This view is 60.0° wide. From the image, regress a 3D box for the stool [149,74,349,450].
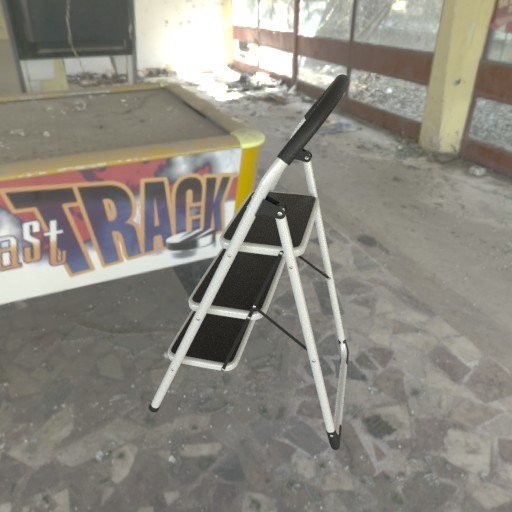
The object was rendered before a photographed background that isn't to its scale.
[{"bbox_3d":[0.000,0.000,1.435,0.676,1.109,0.485,7,31,12],"label":"stool"}]
